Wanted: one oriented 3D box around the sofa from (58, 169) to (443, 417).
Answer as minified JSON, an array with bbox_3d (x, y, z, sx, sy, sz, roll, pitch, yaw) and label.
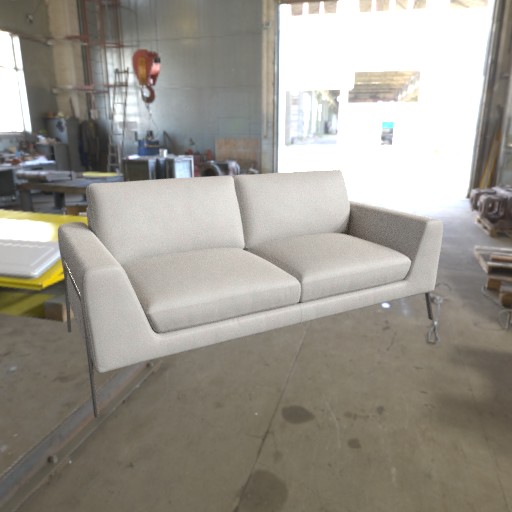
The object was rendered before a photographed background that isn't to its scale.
[{"bbox_3d":[0.000,0.000,2.558,2.017,0.875,0.953,-9,18,-27],"label":"sofa"}]
